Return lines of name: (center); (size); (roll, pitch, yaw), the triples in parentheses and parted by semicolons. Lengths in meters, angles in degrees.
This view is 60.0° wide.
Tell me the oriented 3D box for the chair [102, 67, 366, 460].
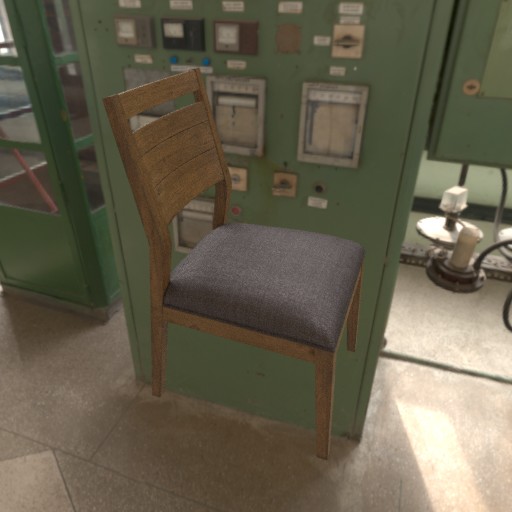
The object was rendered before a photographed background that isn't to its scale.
chair: (0.000, 0.000, 1.291); (0.610, 0.939, 0.501); (11, 33, 17)
